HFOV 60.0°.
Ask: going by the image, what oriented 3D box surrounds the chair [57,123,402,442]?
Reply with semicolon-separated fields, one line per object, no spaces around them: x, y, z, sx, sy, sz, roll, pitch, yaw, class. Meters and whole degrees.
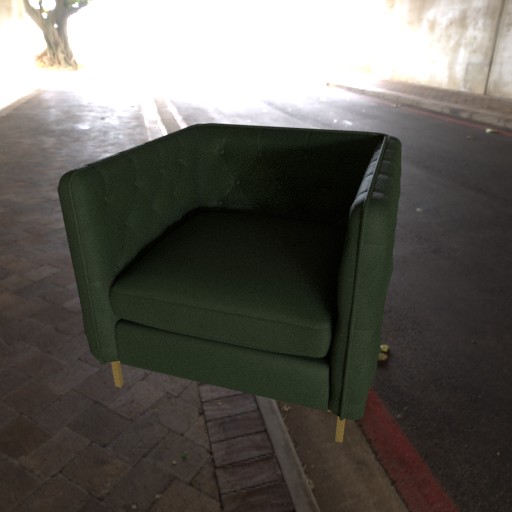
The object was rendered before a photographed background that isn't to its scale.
0.000;0.000;1.569;0.917;0.768;0.855;8;27;16;chair
